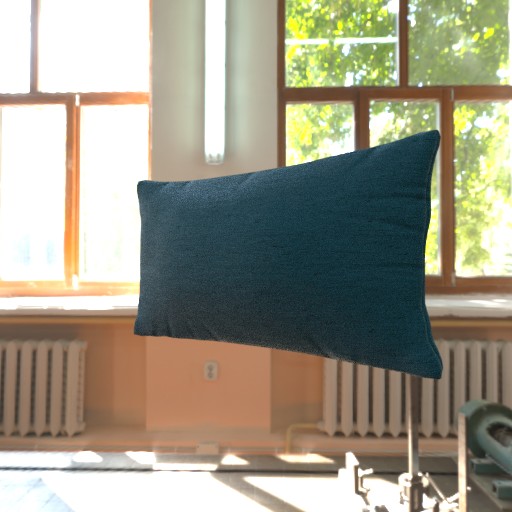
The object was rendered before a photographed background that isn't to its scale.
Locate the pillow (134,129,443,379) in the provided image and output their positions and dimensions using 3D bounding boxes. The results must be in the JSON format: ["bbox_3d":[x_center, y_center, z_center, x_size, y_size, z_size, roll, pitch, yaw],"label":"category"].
[{"bbox_3d":[0.000,0.000,0.788,0.633,0.338,0.210,-1,-2,36],"label":"pillow"}]
